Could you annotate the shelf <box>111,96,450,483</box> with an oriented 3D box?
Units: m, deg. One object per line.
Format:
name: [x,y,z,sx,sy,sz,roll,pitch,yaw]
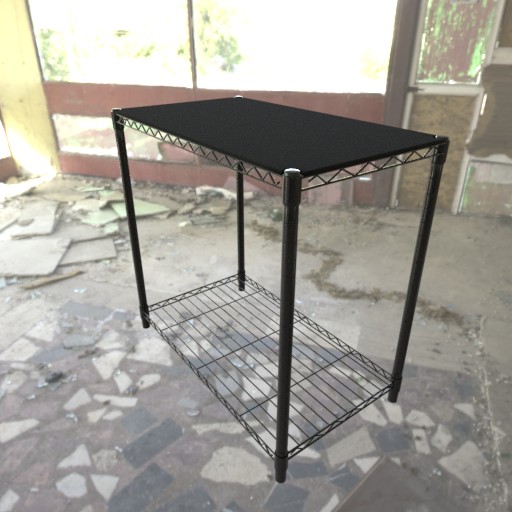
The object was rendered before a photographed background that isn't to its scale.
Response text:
shelf: [0.000,0.000,0.947,0.338,0.564,0.589,-19,33,-32]
